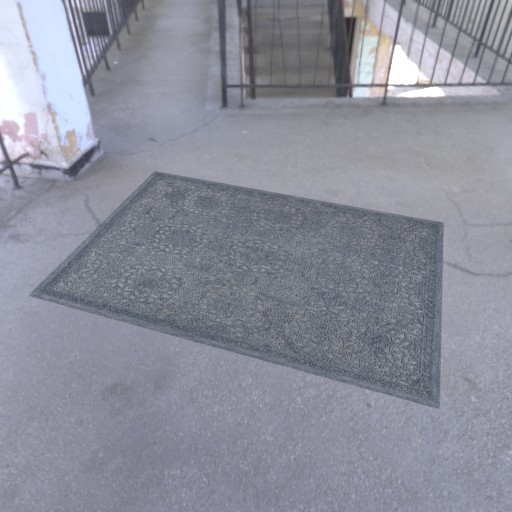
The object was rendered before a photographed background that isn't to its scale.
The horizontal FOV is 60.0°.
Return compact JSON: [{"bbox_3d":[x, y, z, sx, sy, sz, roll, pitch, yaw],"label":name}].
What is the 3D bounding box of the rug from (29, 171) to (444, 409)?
[{"bbox_3d":[0.000,0.000,2.276,1.819,0.012,1.208,12,42,14],"label":"rug"}]
